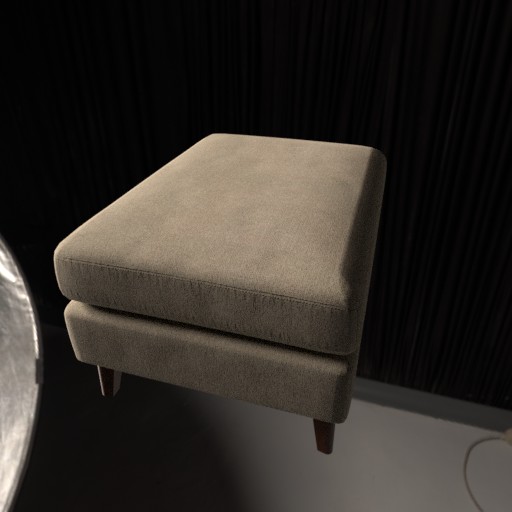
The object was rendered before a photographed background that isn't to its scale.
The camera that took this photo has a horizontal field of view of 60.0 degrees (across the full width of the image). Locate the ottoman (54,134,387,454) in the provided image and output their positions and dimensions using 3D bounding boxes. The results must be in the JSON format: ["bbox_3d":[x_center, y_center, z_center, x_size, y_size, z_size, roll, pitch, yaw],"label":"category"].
[{"bbox_3d":[0.000,0.000,1.202,0.610,0.478,0.823,9,32,14],"label":"ottoman"}]
